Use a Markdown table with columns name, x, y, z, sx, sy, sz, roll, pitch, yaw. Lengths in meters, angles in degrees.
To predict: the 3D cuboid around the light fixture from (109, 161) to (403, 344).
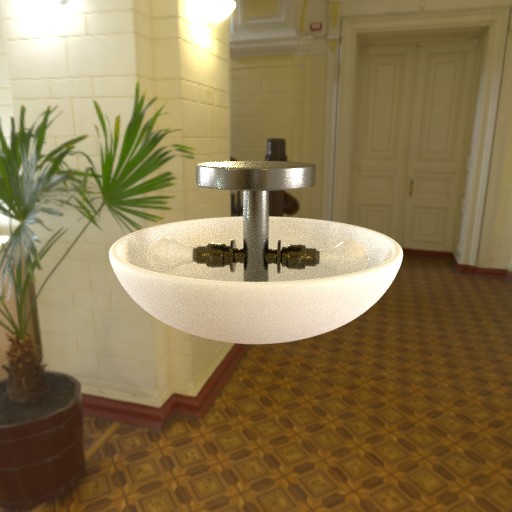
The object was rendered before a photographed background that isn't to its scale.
| name | x | y | z | sx | sy | sz | roll | pitch | yaw |
| --- | --- | --- | --- | --- | --- | --- | --- | --- | --- |
| light fixture | 0.000 | 0.000 | 0.527 | 0.330 | 0.214 | 0.330 | 0 | 15 | 0 |
